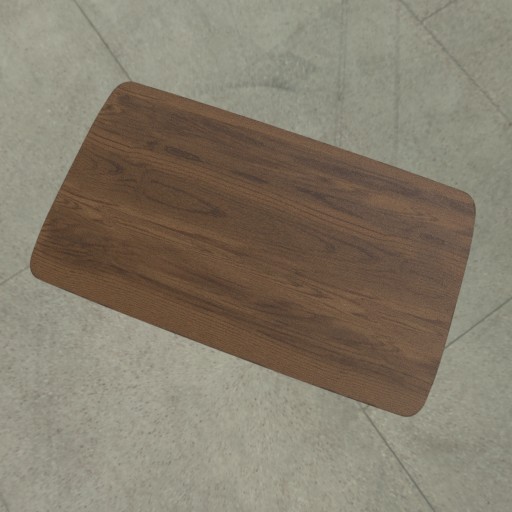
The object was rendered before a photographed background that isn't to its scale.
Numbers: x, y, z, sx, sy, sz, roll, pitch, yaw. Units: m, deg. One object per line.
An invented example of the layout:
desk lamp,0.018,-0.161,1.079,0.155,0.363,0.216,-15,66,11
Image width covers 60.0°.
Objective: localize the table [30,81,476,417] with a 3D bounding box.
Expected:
table,0.000,0.000,2.144,1.643,0.765,0.949,20,78,4
